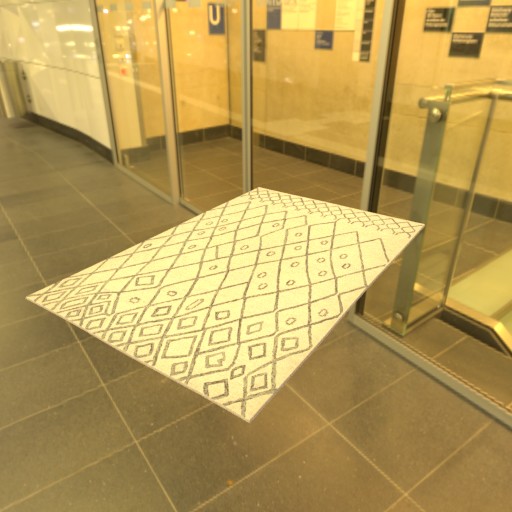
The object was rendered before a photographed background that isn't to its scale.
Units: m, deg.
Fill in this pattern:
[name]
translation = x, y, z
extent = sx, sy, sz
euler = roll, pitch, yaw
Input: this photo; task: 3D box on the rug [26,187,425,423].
[rug]
translation = 0.000, 0.000, 2.321
extent = 1.222, 0.015, 1.828
euler = 18, 32, 30
